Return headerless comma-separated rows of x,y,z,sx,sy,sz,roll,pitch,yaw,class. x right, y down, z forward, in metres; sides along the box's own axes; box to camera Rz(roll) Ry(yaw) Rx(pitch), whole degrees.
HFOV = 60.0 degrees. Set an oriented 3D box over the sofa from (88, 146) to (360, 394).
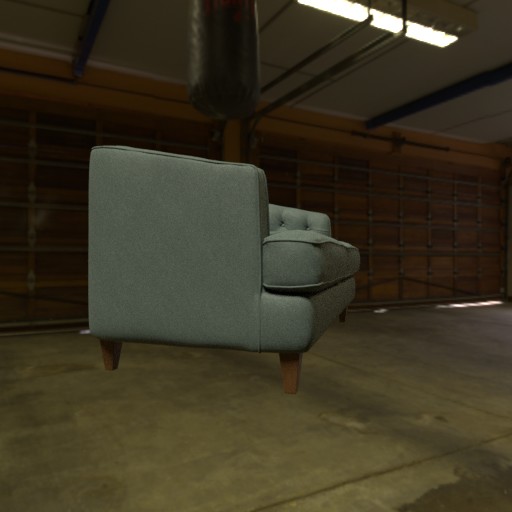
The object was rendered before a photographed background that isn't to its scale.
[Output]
0.000,0.000,2.240,0.941,0.855,1.733,0,0,17,sofa
